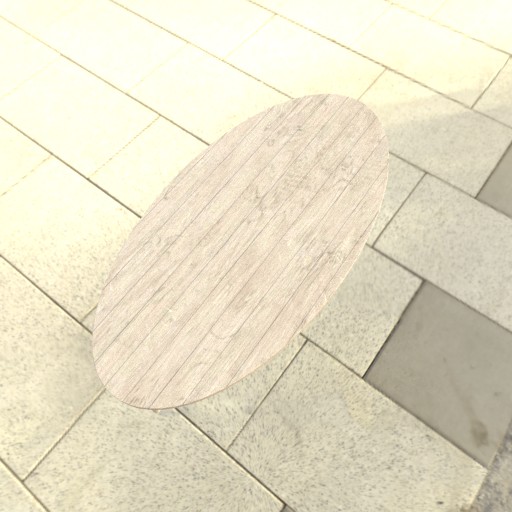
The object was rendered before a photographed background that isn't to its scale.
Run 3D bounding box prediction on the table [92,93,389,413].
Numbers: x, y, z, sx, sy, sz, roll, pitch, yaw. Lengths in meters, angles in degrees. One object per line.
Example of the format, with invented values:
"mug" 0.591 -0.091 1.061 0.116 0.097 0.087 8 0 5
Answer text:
"table" 0.000 0.000 1.345 0.542 0.390 1.083 32 68 15
